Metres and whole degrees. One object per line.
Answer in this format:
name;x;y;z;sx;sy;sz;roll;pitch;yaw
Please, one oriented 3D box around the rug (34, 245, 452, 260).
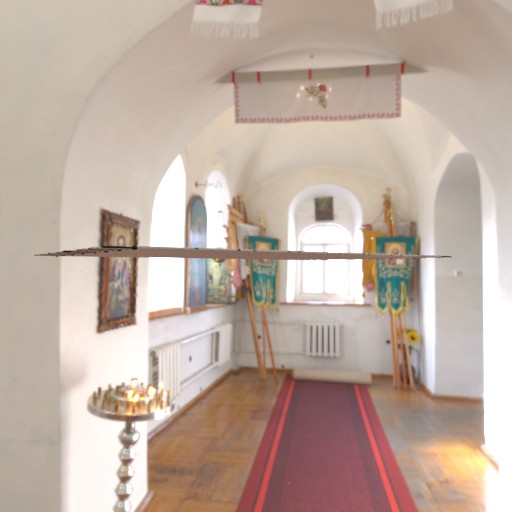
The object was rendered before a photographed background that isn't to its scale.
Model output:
rug;0.000;0.000;3.276;2.755;0.021;1.524;1;-2;-37
